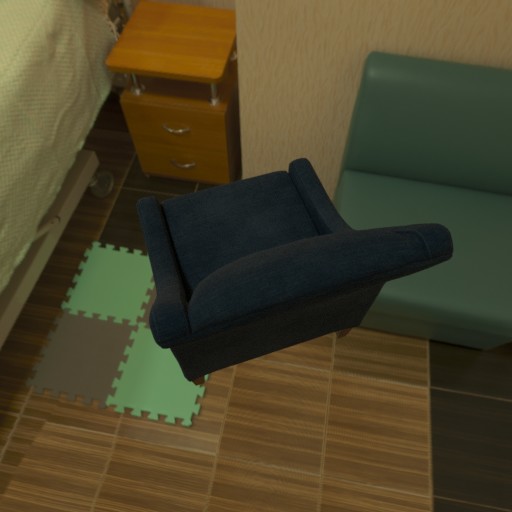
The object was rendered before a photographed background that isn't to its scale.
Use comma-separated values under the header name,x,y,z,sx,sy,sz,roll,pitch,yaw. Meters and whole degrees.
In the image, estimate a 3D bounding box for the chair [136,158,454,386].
name,x,y,z,sx,sy,sz,roll,pitch,yaw
chair,0.000,0.000,1.638,0.774,1.014,0.870,-16,59,-10
